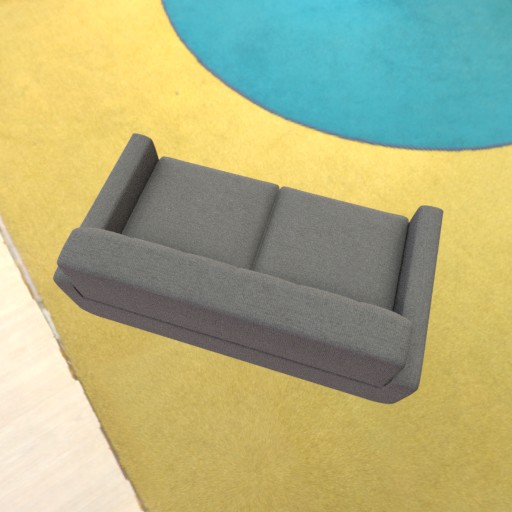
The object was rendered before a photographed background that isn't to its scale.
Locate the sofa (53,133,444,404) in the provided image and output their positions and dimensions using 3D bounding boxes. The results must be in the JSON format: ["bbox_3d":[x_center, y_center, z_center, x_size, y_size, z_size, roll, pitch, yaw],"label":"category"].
[{"bbox_3d":[0.000,0.000,2.177,1.631,0.841,0.909,15,65,8],"label":"sofa"}]
